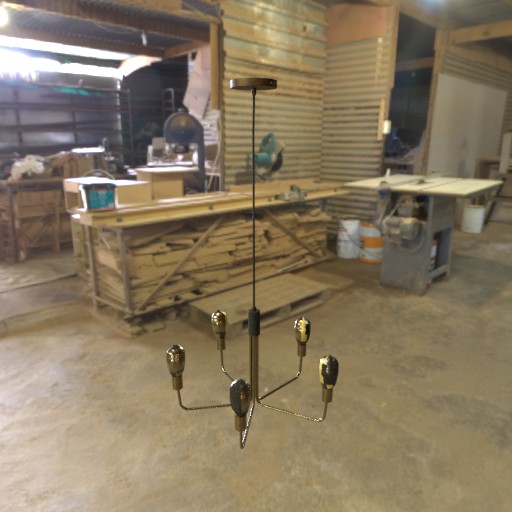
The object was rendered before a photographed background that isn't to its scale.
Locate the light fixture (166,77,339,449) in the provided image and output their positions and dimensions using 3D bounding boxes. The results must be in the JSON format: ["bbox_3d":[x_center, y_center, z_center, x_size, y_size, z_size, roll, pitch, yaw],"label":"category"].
[{"bbox_3d":[0.000,0.000,1.438,0.588,1.059,0.532,14,21,42],"label":"light fixture"}]
